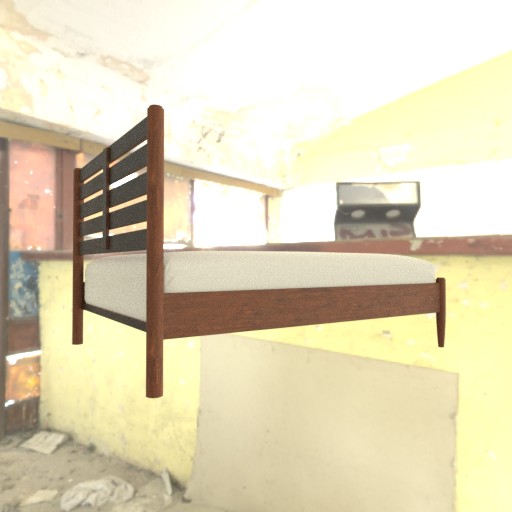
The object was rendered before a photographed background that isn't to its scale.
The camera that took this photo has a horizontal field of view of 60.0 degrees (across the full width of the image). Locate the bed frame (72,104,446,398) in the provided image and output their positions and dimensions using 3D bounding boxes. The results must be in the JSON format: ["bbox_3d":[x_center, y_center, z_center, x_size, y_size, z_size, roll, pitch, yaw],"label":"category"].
[{"bbox_3d":[0.000,0.000,3.274,2.234,1.321,1.655,1,-1,-34],"label":"bed frame"}]
